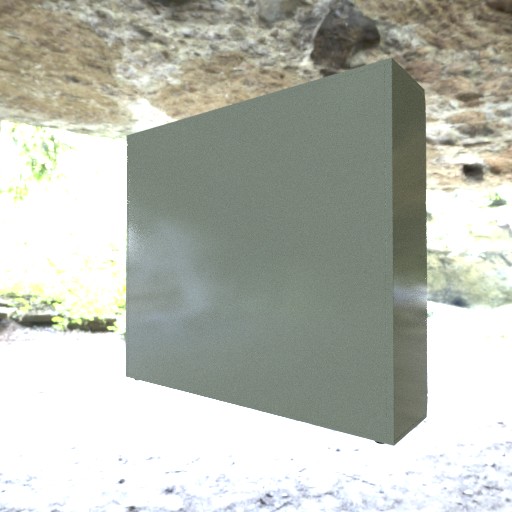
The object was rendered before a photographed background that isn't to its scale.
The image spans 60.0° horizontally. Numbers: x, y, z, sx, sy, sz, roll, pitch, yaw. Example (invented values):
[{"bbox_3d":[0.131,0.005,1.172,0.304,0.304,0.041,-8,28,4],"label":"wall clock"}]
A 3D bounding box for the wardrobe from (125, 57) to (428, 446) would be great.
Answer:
[{"bbox_3d":[0.000,0.000,1.905,1.340,1.200,0.360,-1,-1,38],"label":"wardrobe"}]
